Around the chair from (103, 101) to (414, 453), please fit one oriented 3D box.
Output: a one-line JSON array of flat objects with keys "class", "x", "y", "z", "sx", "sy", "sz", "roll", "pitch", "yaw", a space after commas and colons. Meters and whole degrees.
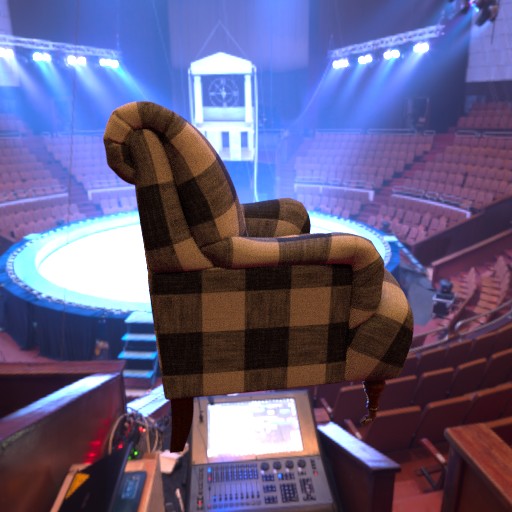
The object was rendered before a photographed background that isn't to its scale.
[{"class": "chair", "x": 0.000, "y": 0.000, "z": 1.514, "sx": 0.848, "sy": 0.953, "sz": 0.781, "roll": -3, "pitch": 16, "yaw": -10}]
